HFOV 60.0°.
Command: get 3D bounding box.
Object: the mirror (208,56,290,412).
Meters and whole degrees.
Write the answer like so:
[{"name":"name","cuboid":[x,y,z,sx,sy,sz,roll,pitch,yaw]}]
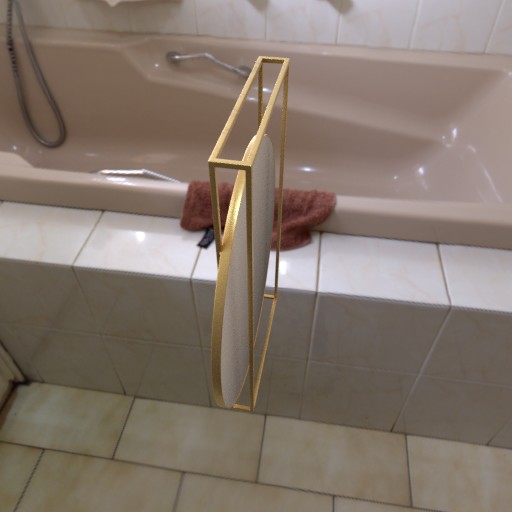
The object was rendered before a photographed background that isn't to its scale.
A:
[{"name":"mirror","cuboid":[0.000,0.000,0.823,0.051,0.603,0.508,8,45,8]}]
